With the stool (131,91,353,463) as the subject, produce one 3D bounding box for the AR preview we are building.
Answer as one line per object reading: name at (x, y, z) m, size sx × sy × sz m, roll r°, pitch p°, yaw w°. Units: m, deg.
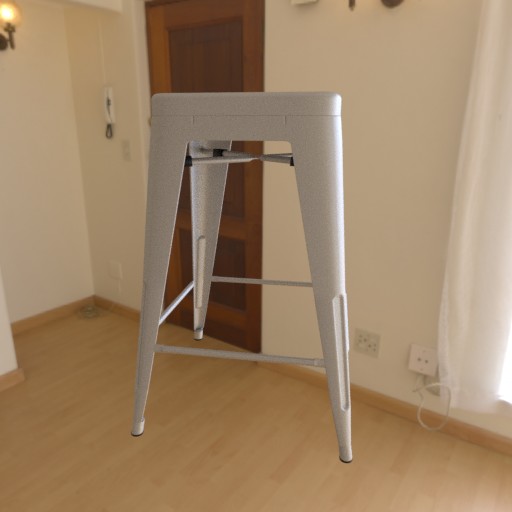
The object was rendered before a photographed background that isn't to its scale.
stool at (0.000, 0.000, 0.901) m, size 0.410 × 0.608 × 0.410 m, roll 3°, pitch 17°, yaw 10°
